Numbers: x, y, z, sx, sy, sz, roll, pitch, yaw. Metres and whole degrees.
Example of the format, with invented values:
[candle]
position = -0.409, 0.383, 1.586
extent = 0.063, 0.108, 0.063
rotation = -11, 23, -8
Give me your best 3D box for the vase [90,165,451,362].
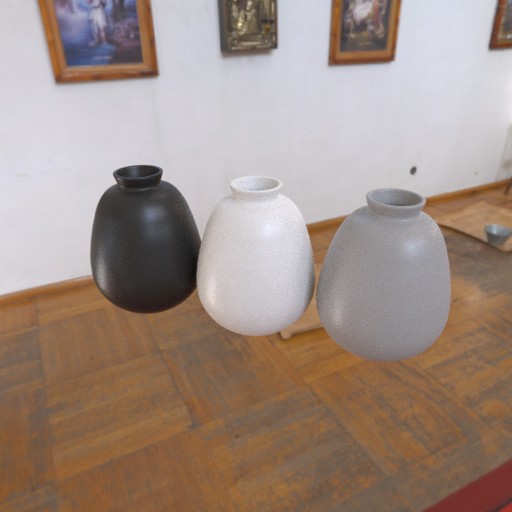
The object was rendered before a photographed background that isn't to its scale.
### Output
[vase]
position = 0.000, 0.000, 0.357
extent = 0.297, 0.122, 0.097
rotation = 8, 28, 16
